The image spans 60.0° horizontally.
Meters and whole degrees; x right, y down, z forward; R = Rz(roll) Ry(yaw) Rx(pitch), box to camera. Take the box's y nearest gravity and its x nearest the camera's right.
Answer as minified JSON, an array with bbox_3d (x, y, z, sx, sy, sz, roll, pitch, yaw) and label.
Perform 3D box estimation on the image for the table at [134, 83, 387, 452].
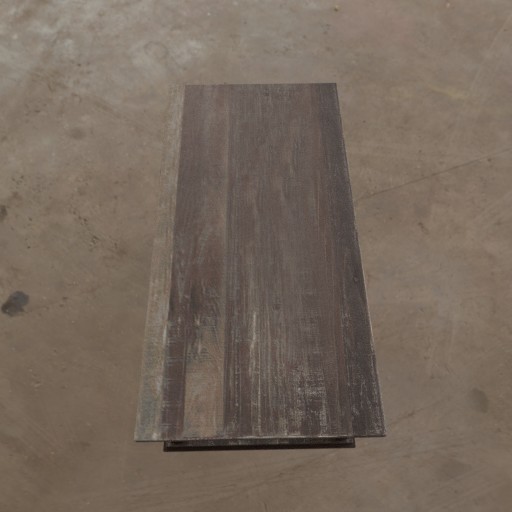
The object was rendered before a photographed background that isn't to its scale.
[{"bbox_3d":[0.000,0.000,1.383,0.554,0.373,1.088,-1,63,0],"label":"table"}]
